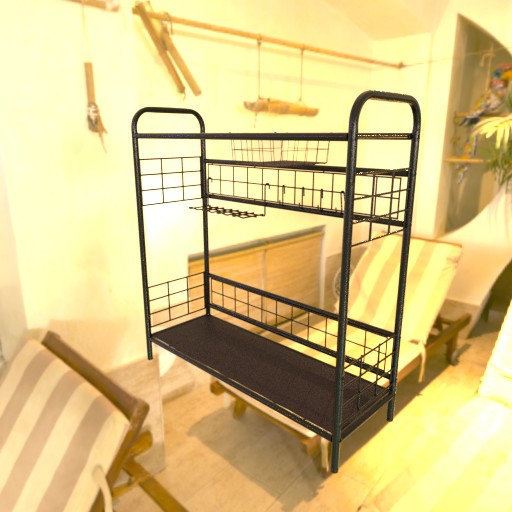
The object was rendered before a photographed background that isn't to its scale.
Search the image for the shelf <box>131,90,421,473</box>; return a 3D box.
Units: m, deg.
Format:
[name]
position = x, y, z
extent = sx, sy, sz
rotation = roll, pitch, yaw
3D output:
[shelf]
position = 0.000, 0.000, 1.554
extent = 0.961, 1.026, 0.350
rotation = 14, 21, 42
